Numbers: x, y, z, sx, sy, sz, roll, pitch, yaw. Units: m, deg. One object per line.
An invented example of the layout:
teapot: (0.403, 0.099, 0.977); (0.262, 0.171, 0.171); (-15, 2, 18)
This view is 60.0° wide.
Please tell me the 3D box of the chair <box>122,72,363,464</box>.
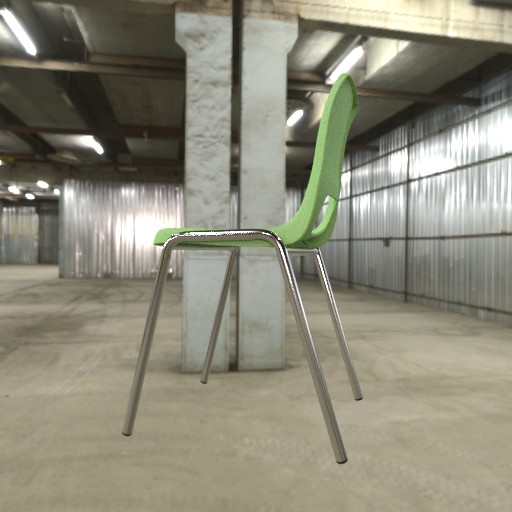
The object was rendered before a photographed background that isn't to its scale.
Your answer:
chair: (0.000, 0.000, 0.977); (0.436, 0.704, 0.381); (0, 1, 18)
